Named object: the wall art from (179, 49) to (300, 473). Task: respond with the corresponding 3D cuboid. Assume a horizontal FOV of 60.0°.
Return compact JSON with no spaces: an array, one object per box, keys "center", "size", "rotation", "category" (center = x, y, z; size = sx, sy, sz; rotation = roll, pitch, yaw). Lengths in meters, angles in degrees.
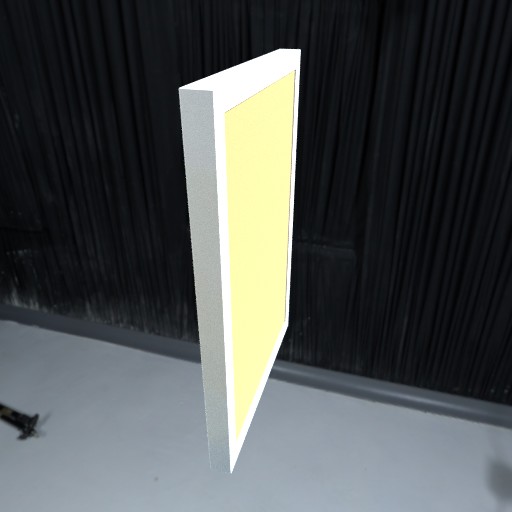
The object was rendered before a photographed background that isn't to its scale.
[{"center":[0.000,0.000,0.762],"size":[0.038,0.611,0.408],"rotation":[9,31,15],"category":"wall art"}]
